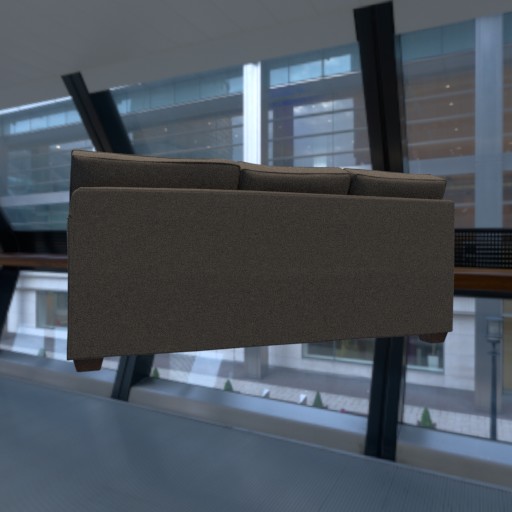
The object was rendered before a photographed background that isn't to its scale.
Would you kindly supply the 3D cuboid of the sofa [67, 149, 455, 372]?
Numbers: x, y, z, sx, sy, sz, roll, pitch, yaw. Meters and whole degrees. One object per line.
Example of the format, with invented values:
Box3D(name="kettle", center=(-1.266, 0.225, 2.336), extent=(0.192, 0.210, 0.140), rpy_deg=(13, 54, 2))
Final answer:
Box3D(name="sofa", center=(0.000, 0.000, 2.560), extent=(1.963, 0.946, 1.034), rpy_deg=(0, 0, -19))
